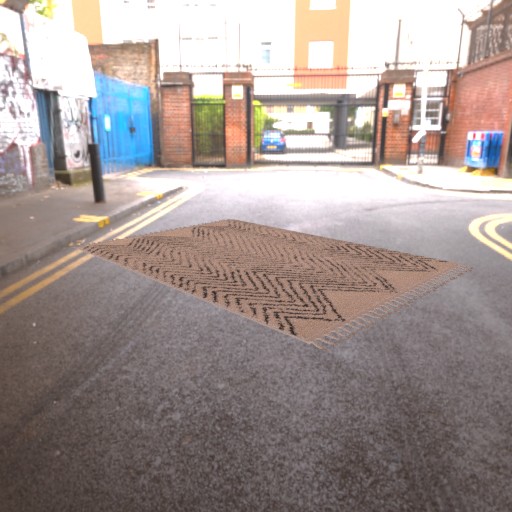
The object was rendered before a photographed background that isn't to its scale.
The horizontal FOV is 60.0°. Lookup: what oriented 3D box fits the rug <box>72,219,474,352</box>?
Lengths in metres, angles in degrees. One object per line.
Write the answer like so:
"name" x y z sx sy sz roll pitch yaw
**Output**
"rug" 0.000 0.000 2.383 1.847 0.014 1.230 15 21 43
